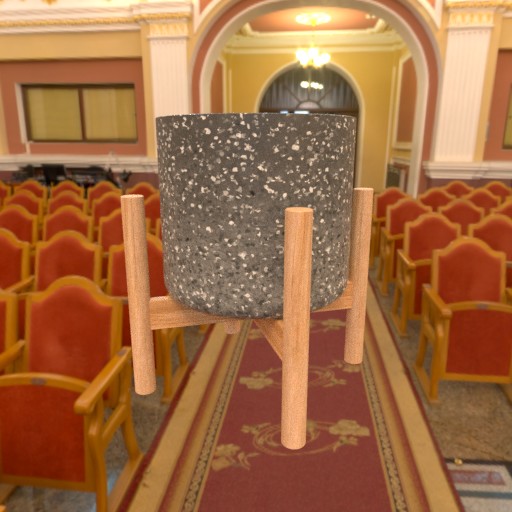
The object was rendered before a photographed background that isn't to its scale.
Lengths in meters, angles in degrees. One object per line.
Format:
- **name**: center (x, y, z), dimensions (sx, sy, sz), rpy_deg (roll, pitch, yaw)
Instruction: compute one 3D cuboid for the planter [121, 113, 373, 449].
- **planter**: center (0.000, 0.000, 0.541), dimensions (0.284, 0.320, 0.284), rpy_deg (2, 15, 7)
